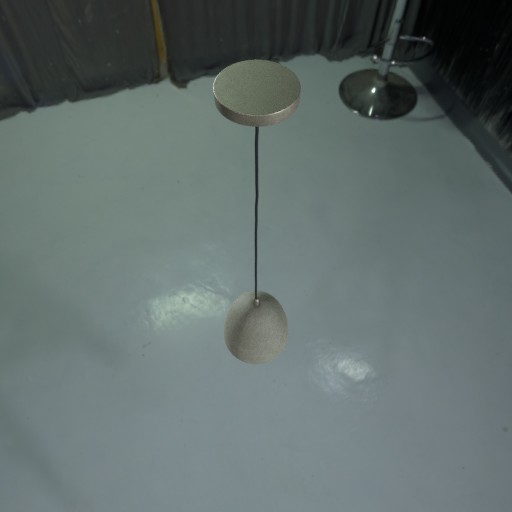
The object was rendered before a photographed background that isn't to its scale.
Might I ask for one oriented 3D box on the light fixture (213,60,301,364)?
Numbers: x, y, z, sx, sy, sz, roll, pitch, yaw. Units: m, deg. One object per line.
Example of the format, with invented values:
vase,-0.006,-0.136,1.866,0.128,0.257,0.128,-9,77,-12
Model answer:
light fixture,0.000,0.000,0.852,0.170,0.759,0.170,-17,59,-11
